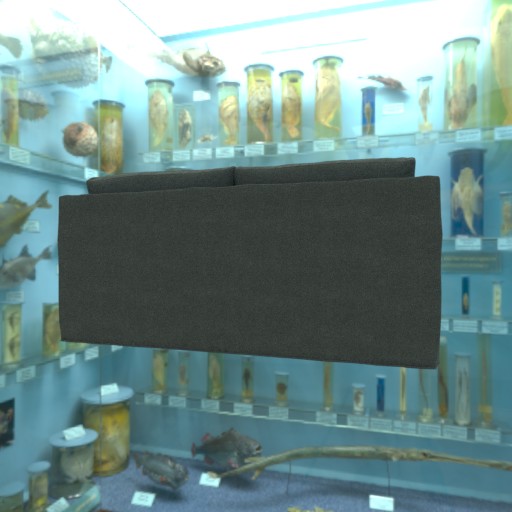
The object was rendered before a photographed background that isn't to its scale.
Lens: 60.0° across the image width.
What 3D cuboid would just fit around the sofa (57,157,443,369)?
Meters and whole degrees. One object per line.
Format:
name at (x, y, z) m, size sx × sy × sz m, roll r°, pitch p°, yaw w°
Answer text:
sofa at (0.000, 0.000, 2.372) m, size 1.802 × 0.854 × 0.974 m, roll 0°, pitch 0°, yaw 19°
